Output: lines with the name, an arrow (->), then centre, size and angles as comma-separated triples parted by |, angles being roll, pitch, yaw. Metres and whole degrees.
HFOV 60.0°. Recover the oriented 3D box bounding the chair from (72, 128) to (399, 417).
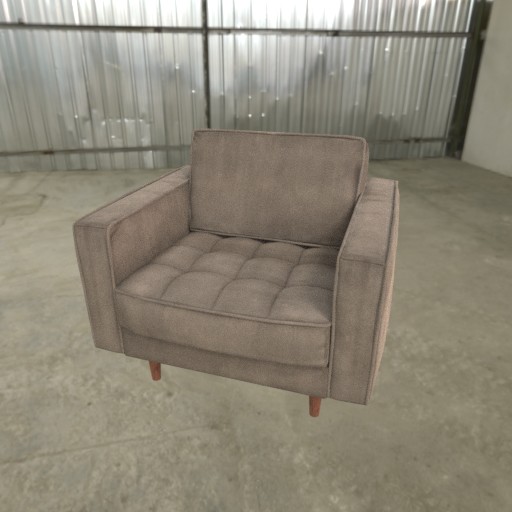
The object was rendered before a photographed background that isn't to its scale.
chair -> 0.000, 0.000, 1.534 | 0.928, 0.773, 0.843 | 8, 26, 16
